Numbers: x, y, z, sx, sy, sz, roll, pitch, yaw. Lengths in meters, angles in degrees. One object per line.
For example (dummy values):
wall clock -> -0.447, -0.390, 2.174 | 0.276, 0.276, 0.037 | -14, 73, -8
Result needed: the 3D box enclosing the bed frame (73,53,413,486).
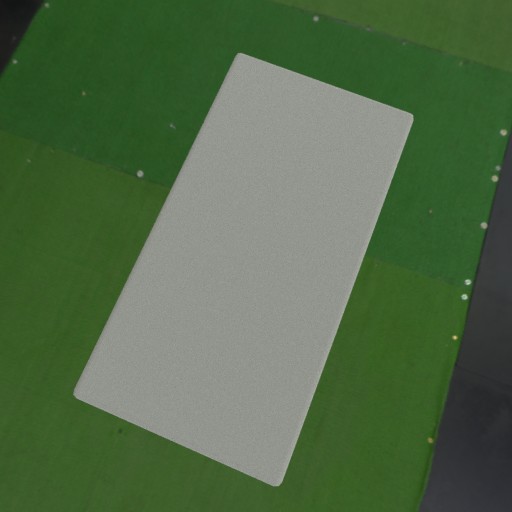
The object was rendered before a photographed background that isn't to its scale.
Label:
bed frame -> 0.000, 0.000, 3.222 | 1.393, 0.680, 2.635 | 22, 78, 5
